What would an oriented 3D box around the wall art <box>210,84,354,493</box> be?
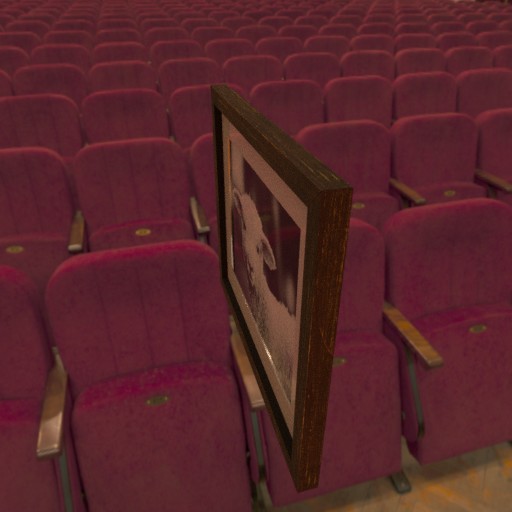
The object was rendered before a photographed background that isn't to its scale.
[{"bbox_3d":[0.000,0.000,0.747,0.032,0.457,0.558,-8,31,-13],"label":"wall art"}]
